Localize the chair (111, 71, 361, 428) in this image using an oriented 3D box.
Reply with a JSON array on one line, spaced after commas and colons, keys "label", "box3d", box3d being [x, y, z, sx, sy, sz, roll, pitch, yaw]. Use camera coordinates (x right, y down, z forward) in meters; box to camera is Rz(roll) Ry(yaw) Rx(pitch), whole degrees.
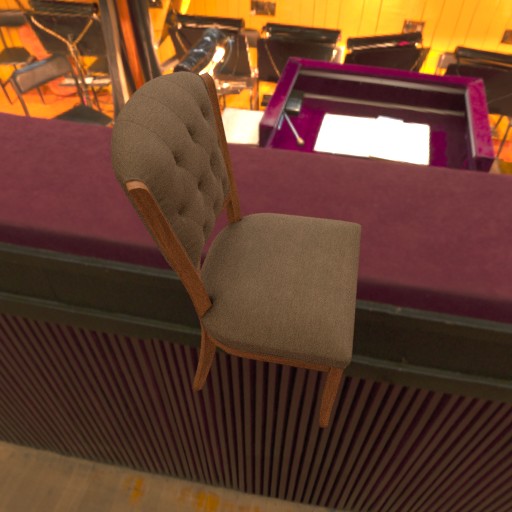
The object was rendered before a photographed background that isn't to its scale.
[{"label": "chair", "box3d": [0.000, 0.000, 1.253, 0.584, 0.905, 0.513, 9, 48, 8]}]
